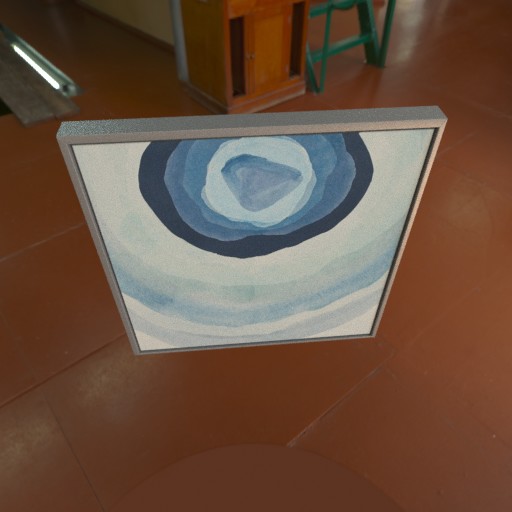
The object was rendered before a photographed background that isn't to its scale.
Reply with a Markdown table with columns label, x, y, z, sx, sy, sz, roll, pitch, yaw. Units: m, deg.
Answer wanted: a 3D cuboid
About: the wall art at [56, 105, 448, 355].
| label | x | y | z | sx | sy | sz | roll | pitch | yaw |
| --- | --- | --- | --- | --- | --- | --- | --- | --- | --- |
| wall art | 0.000 | 0.000 | 0.525 | 0.349 | 0.349 | 0.028 | -4 | 46 | -4 |
